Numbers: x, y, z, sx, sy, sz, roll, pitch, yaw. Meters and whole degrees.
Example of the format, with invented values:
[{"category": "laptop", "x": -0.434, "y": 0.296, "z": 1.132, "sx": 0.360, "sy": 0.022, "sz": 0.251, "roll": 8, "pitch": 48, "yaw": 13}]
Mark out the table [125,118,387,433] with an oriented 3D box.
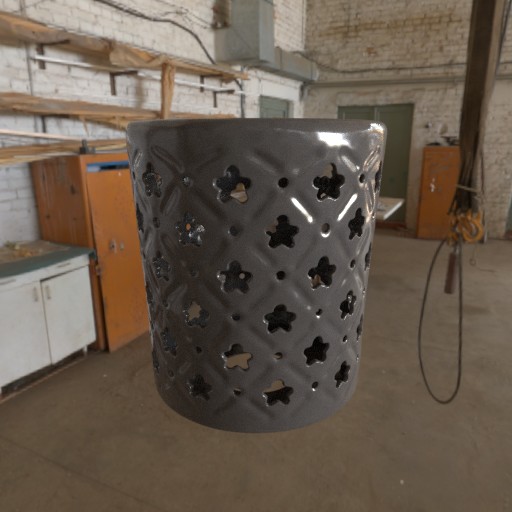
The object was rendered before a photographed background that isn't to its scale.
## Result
[{"category": "table", "x": 0.000, "y": 0.000, "z": 0.662, "sx": 0.352, "sy": 0.387, "sz": 0.352, "roll": 0, "pitch": 15, "yaw": 0}]
